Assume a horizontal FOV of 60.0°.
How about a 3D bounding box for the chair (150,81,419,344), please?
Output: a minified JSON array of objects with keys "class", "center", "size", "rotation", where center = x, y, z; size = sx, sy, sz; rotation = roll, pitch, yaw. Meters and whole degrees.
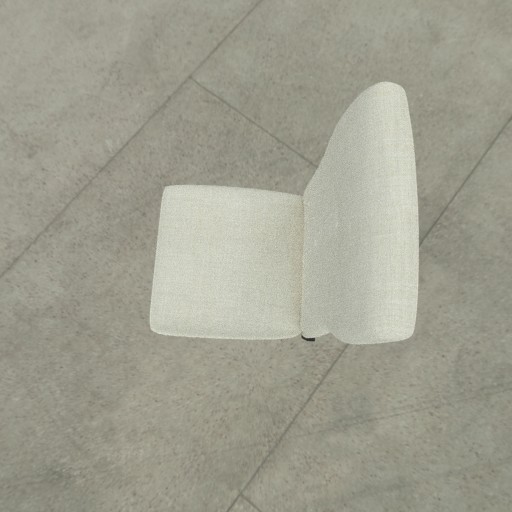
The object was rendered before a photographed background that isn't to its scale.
[{"class":"chair","center":[0.000,0.000,1.253],"size":[0.597,0.921,0.509],"rotation":[3,76,1]}]
